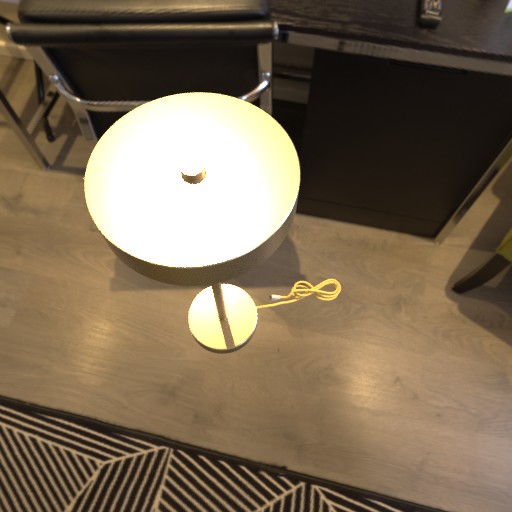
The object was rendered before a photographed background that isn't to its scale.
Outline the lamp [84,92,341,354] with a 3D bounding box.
[{"bbox_3d":[0.000,0.000,0.699,0.369,0.508,0.229,-16,64,-8],"label":"lamp"}]
